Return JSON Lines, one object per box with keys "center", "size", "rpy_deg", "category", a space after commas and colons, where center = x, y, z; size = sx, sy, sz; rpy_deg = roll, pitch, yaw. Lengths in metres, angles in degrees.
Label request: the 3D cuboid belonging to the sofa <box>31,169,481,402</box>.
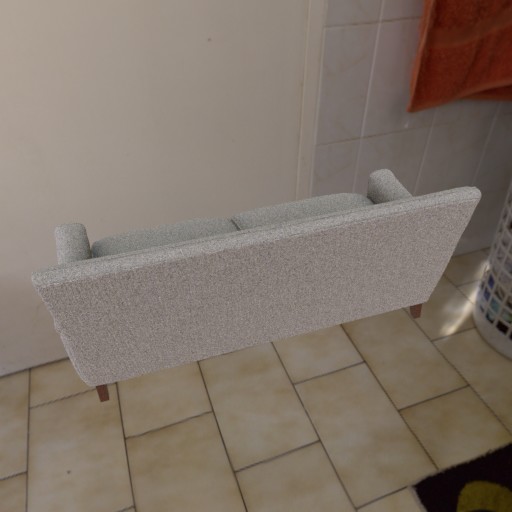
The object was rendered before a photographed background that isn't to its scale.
{"center": [0.000, 0.000, 2.434], "size": [2.026, 0.942, 0.854], "rpy_deg": [-12, 42, -14], "category": "sofa"}
